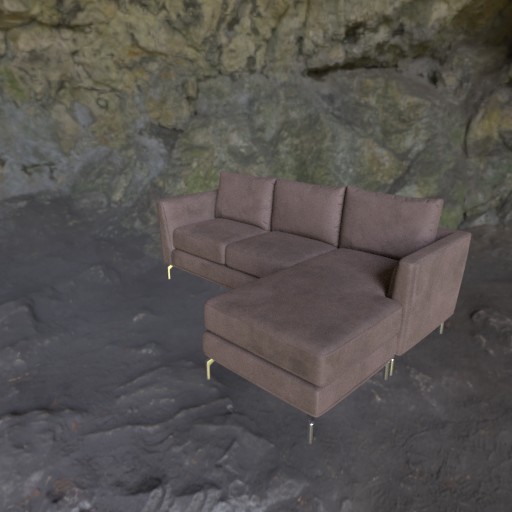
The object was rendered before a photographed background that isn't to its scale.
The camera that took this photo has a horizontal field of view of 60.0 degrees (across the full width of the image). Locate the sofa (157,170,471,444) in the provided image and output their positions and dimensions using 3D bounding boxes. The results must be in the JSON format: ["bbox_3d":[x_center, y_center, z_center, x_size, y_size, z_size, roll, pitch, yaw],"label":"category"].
[{"bbox_3d":[0.000,0.000,3.271,2.438,0.987,1.622,17,25,41],"label":"sofa"}]
